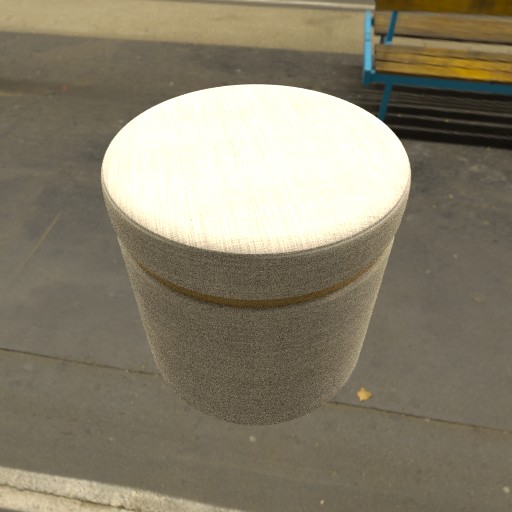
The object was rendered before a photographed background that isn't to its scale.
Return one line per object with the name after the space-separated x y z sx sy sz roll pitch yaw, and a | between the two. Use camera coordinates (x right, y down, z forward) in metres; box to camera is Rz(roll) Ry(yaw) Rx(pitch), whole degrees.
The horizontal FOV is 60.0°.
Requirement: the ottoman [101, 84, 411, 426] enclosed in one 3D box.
0.000 0.000 0.717 0.400 0.406 0.400 0 45 0 | ottoman
